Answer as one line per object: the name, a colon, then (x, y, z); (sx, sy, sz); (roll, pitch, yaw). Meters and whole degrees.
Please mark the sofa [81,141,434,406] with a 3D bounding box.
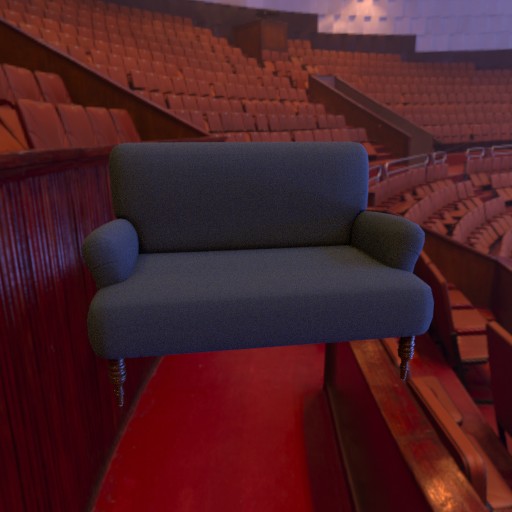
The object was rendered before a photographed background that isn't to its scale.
sofa: (0.000, 0.000, 1.831); (1.297, 0.889, 0.779); (-3, 17, -9)
